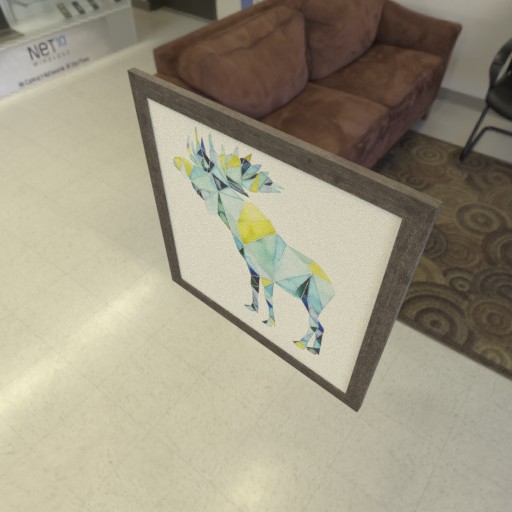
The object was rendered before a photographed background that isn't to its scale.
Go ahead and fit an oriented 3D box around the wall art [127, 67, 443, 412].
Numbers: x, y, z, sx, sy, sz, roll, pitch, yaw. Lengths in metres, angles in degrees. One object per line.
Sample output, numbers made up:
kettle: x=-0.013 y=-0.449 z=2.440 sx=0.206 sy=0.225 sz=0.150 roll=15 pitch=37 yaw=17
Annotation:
wall art: x=0.000 y=0.000 z=0.689 sx=0.457 sy=0.457 sz=0.013 roll=31 pitch=54 yaw=26
